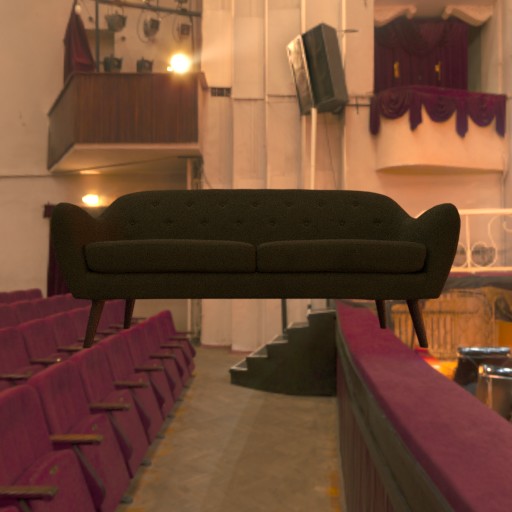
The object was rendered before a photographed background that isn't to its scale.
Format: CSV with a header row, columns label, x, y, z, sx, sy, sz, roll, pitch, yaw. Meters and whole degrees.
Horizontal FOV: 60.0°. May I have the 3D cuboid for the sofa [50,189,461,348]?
label,x,y,z,sx,sy,sz,roll,pitch,yaw
sofa,0.000,0.000,2.329,1.840,0.836,0.820,0,-1,0
